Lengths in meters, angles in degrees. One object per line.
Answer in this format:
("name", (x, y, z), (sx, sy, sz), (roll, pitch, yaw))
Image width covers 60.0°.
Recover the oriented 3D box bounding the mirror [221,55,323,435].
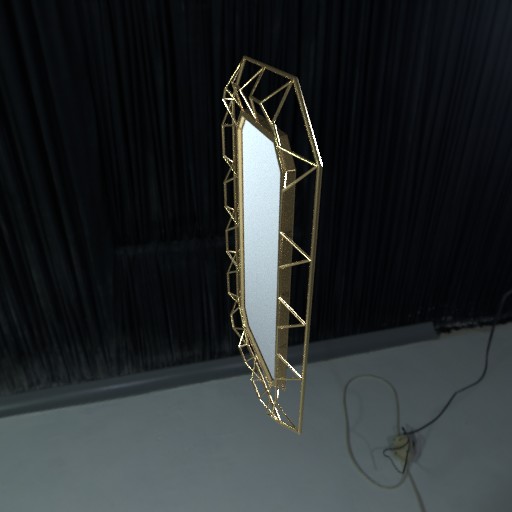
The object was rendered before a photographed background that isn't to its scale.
("mirror", (0.000, 0.000, 1.090), (0.051, 0.870, 0.572), (-9, 31, -14))
